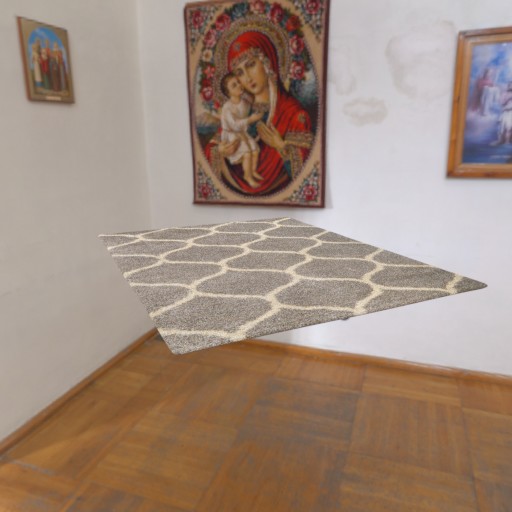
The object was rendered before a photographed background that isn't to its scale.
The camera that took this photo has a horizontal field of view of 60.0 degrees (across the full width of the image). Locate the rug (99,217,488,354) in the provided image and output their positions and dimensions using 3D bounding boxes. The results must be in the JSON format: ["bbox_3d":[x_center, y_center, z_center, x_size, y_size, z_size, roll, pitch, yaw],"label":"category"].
[{"bbox_3d":[0.000,0.000,4.075,2.399,0.026,3.000,-8,17,-25],"label":"rug"}]
